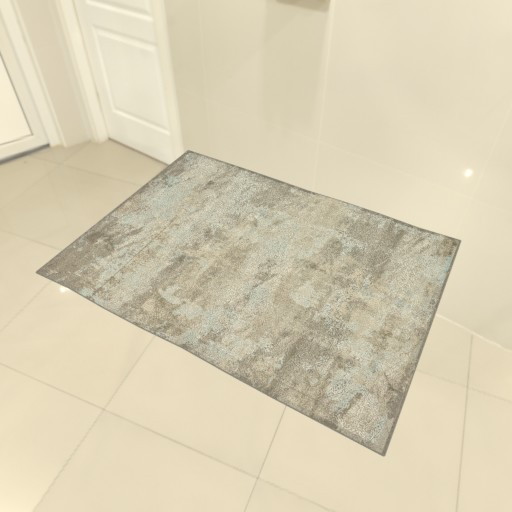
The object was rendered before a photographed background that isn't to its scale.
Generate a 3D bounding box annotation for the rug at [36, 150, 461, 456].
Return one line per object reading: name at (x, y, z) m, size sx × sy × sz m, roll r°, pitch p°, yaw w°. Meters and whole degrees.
rug at (0.000, 0.000, 4.215) m, size 3.307 × 0.013 × 2.393 m, roll 22°, pitch 49°, yaw 20°
